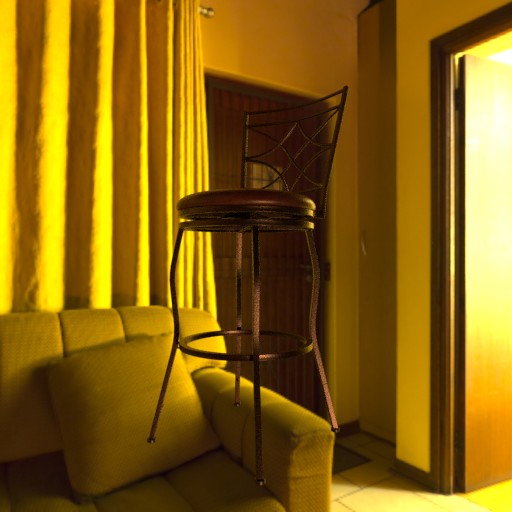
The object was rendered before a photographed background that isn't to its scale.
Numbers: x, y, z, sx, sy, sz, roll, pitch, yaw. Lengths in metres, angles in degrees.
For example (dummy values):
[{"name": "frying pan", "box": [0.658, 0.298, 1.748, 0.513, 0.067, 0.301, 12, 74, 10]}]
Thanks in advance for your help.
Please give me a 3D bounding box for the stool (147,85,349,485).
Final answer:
[{"name": "stool", "box": [0.000, 0.000, 1.415, 0.434, 1.117, 0.534, 0, 0, 37]}]
